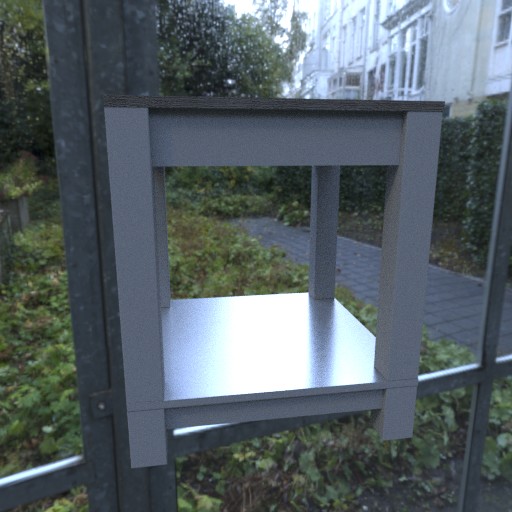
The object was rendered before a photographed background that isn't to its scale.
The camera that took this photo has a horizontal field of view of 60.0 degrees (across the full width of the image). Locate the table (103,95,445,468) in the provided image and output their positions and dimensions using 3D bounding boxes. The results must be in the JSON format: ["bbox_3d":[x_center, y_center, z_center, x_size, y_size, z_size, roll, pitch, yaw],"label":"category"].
[{"bbox_3d":[0.000,0.000,0.950,0.504,0.587,0.506,-2,14,-9],"label":"table"}]
